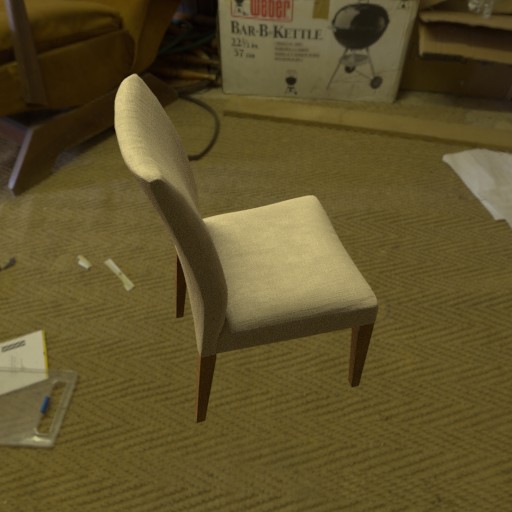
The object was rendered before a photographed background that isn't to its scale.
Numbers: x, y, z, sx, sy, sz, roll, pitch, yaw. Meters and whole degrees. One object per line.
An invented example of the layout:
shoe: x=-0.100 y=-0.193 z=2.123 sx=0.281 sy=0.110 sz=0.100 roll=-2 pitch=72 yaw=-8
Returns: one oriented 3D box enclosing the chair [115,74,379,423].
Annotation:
chair: x=0.000 y=0.000 z=1.270 sx=0.585 sy=0.940 sz=0.496 roll=-12 pitch=48 yaw=-11
